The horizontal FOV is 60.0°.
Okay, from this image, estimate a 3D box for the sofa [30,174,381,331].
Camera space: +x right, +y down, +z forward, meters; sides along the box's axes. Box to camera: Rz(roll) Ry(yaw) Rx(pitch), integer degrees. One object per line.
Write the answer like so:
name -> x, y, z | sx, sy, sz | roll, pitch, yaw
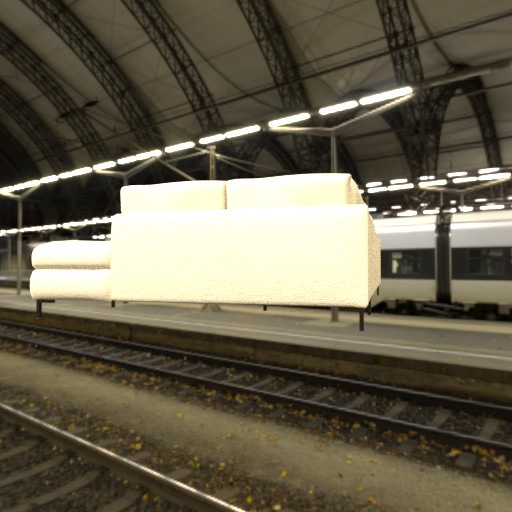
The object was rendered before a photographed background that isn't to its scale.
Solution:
sofa -> 0.000, 0.000, 3.801 | 2.007, 0.815, 2.949 | 0, -1, 17
